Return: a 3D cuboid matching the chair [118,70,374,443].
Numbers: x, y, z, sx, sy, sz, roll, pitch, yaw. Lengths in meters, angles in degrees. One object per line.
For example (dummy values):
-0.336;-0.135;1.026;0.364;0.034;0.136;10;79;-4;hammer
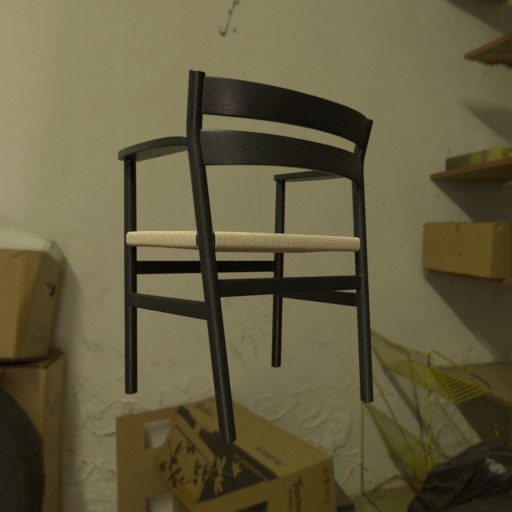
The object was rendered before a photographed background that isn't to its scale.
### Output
0.000;0.000;1.207;0.630;0.775;0.508;0;-1;-36;chair
